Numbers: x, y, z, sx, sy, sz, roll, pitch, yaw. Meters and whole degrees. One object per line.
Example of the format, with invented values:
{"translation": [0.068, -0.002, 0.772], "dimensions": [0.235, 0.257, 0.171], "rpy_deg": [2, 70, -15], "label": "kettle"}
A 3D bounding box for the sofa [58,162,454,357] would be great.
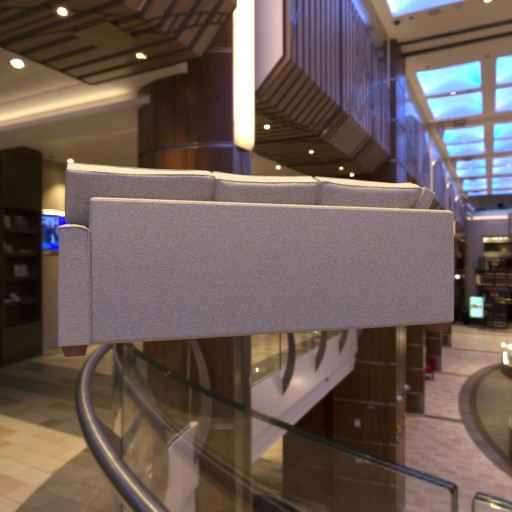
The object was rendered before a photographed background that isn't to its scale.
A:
{"translation": [0.000, 0.000, 2.927], "dimensions": [2.317, 0.962, 1.061], "rpy_deg": [0, 0, -18], "label": "sofa"}
